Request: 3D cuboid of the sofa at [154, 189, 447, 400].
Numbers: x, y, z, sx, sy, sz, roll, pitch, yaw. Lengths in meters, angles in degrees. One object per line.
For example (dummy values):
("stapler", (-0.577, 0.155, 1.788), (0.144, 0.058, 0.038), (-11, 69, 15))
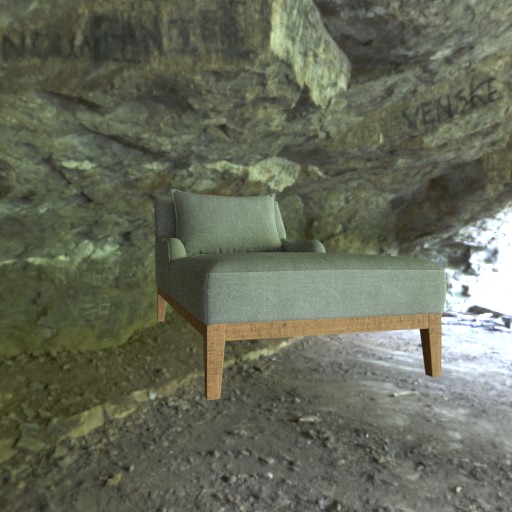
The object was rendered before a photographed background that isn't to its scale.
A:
("sofa", (0.000, 0.000, 2.282), (0.894, 0.859, 1.779), (0, 0, -18))
